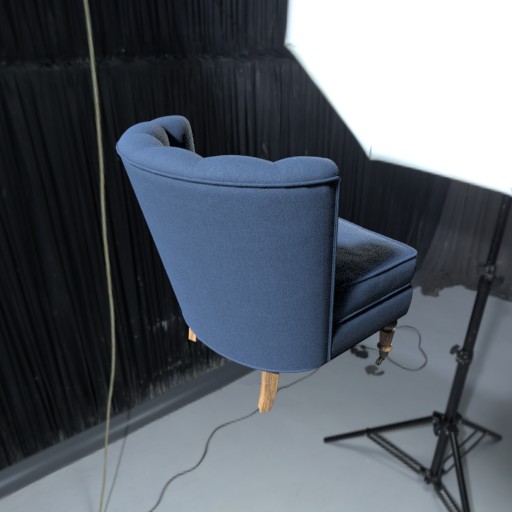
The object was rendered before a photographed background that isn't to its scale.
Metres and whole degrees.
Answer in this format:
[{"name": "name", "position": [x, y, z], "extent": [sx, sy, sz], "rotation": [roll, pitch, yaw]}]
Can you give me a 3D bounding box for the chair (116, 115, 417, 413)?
[{"name": "chair", "position": [0.000, 0.000, 1.359], "extent": [0.718, 0.771, 0.740], "rotation": [-18, 32, -32]}]
